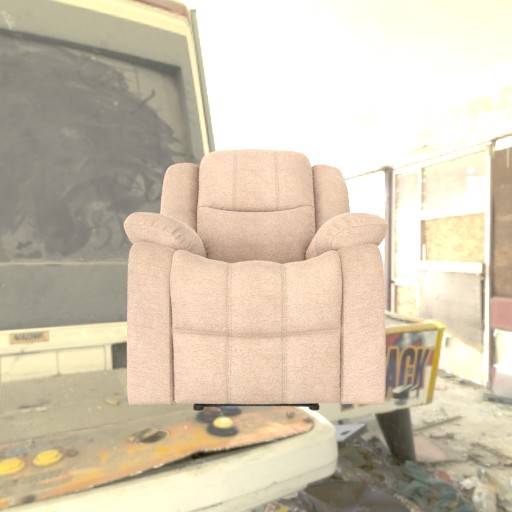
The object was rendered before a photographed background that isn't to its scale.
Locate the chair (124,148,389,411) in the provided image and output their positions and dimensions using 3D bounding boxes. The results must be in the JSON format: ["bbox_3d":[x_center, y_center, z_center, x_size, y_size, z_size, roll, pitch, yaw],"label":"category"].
[{"bbox_3d":[0.000,0.000,1.793,0.899,1.008,0.944,0,1,0],"label":"chair"}]
